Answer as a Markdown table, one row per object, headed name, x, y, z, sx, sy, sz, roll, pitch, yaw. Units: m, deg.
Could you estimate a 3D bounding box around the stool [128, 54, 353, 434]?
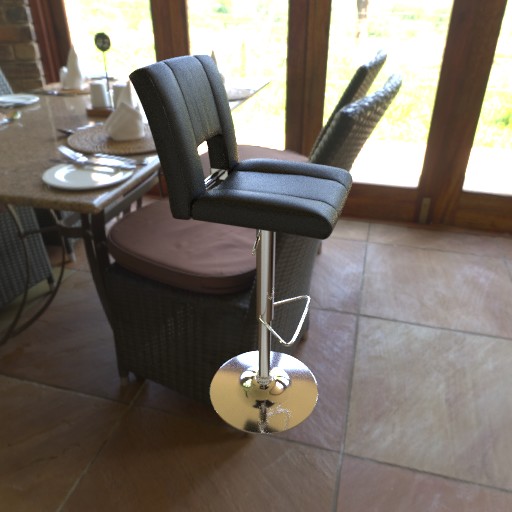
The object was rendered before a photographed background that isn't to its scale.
| name | x | y | z | sx | sy | sz | roll | pitch | yaw |
| --- | --- | --- | --- | --- | --- | --- | --- | --- | --- |
| stool | 0.000 | 0.000 | 1.417 | 0.520 | 1.151 | 0.415 | 9 | 31 | 16 |
